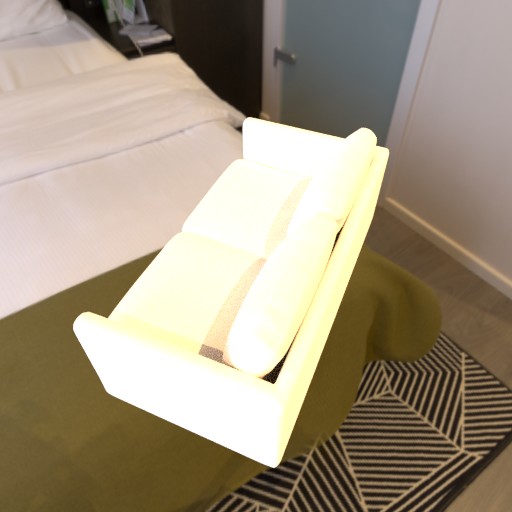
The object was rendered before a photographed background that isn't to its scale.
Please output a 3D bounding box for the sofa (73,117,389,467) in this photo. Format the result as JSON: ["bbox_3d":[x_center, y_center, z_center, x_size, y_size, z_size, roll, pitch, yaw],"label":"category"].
[{"bbox_3d":[0.000,0.000,2.318,0.940,0.893,1.713,18,50,16],"label":"sofa"}]
